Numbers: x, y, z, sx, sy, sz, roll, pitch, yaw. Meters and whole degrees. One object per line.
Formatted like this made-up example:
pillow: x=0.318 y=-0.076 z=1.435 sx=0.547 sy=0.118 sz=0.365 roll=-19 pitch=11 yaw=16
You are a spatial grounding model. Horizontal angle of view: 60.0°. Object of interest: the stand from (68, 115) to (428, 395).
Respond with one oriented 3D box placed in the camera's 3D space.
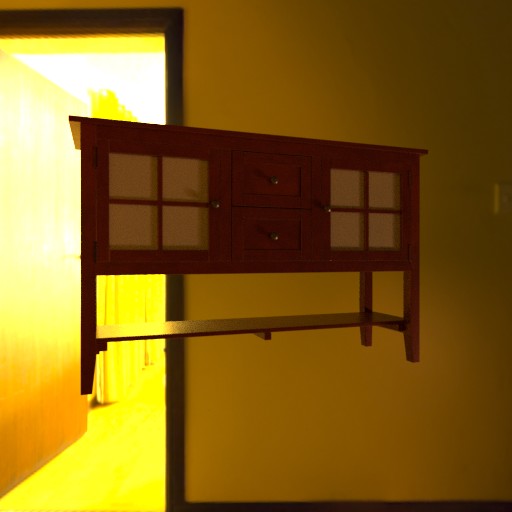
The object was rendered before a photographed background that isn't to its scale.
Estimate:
stand: x=0.000 y=0.000 z=1.774 sx=1.362 sy=0.872 sz=0.410 roll=0 pitch=0 yaw=-19
